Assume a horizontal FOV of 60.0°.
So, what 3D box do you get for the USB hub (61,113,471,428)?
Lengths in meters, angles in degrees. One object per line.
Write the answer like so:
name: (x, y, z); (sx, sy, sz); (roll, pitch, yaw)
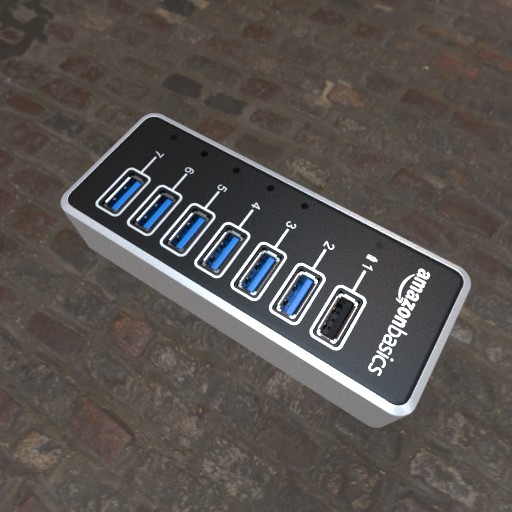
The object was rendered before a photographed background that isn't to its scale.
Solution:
USB hub: (0.000, 0.000, 0.131); (0.110, 0.023, 0.044); (30, 67, 14)
